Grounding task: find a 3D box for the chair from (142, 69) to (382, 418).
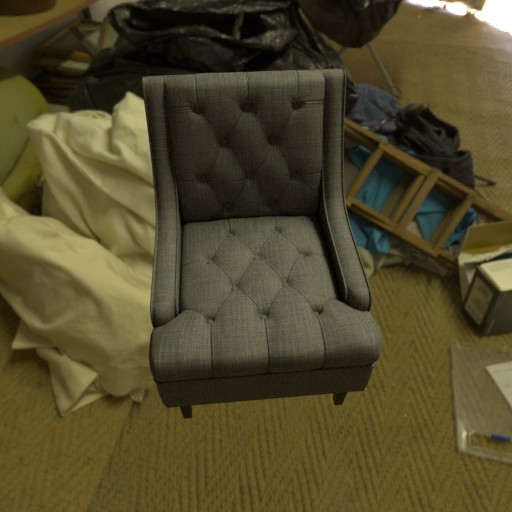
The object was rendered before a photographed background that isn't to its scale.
[{"bbox_3d":[0.000,0.000,1.428,0.655,0.891,0.771,-4,46,-4],"label":"chair"}]
